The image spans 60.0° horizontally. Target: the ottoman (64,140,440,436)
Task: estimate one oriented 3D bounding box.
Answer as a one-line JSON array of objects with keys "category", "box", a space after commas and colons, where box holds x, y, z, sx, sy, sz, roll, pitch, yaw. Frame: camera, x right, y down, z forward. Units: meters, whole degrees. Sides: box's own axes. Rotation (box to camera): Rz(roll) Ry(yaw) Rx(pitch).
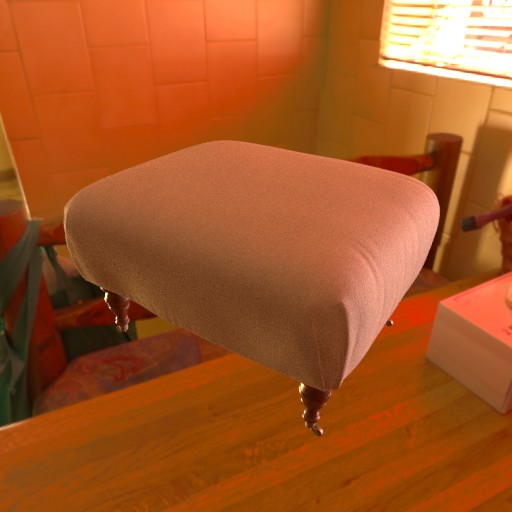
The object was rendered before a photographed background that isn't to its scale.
[{"category": "ottoman", "box": [0.000, 0.000, 1.124, 0.746, 0.450, 0.622, 18, 34, 29]}]
